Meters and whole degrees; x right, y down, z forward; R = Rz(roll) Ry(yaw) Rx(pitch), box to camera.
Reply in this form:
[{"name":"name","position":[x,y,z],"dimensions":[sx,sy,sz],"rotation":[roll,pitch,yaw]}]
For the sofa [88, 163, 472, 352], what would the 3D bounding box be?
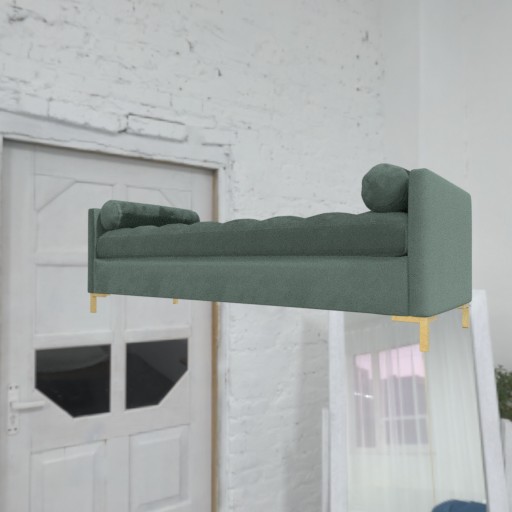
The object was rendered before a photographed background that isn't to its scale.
[{"name":"sofa","position":[0.000,0.000,2.482],"dimensions":[2.102,0.705,0.796],"rotation":[0,-1,36]}]
